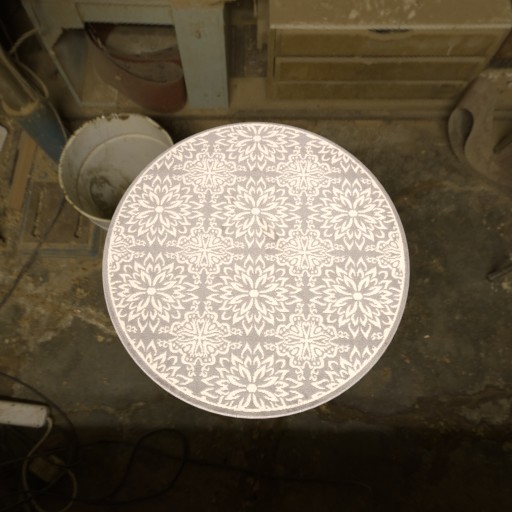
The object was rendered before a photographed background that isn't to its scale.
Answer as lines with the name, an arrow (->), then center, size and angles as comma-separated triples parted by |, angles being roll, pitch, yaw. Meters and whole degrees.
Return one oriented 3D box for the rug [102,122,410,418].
rug -> 0.000, 0.000, 2.307 | 1.593, 0.012, 1.593 | 0, 74, 0
